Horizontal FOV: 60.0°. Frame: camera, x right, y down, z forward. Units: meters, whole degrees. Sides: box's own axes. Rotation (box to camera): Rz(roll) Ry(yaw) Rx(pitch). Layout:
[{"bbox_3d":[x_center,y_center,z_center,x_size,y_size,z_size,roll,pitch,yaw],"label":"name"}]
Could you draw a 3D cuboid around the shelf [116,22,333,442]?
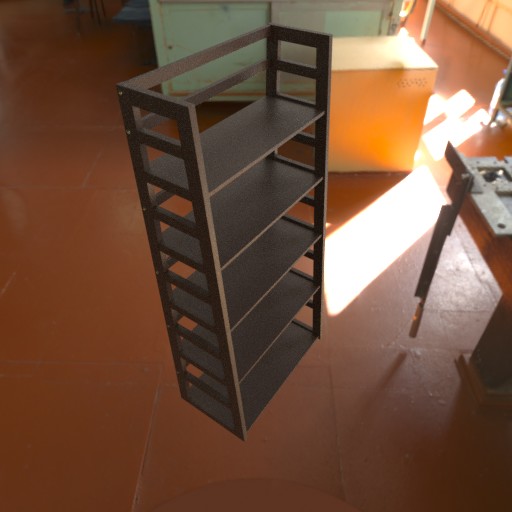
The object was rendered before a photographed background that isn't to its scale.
[{"bbox_3d":[0.000,0.000,1.885,0.403,1.600,0.763,25,47,25],"label":"shelf"}]
